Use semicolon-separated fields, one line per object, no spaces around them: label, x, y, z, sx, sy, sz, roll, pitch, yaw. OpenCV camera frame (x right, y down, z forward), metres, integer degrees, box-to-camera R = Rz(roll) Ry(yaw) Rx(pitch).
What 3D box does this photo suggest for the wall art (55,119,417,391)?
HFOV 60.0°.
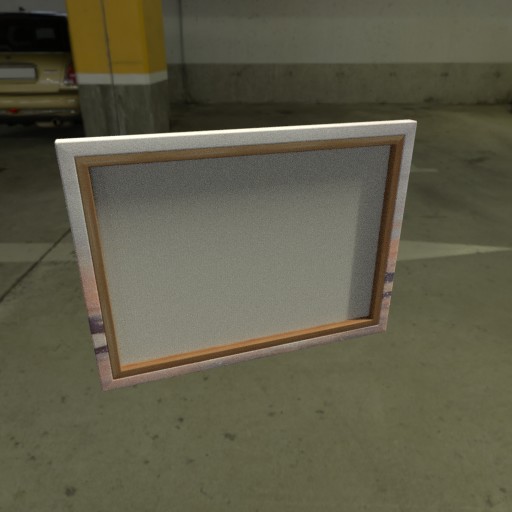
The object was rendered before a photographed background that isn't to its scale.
wall art;0.000;0.000;1.368;1.015;0.763;0.038;-8;26;-17
